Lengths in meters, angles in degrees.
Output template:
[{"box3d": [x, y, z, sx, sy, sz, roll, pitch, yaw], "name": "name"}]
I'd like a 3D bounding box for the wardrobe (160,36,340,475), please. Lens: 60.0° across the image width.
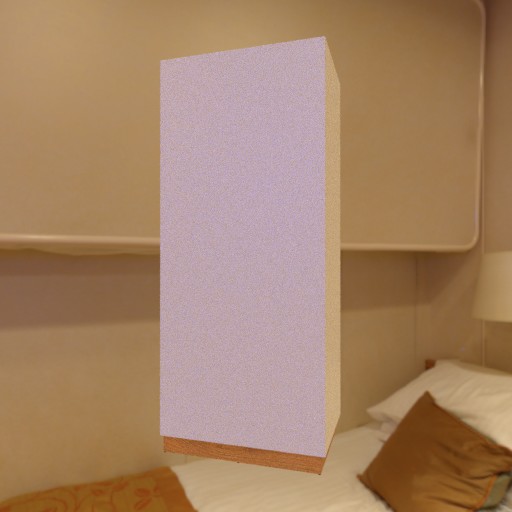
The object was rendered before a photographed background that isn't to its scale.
[{"box3d": [0.000, 0.000, 2.471, 0.860, 2.040, 0.600, 0, 0, 17], "name": "wardrobe"}]
